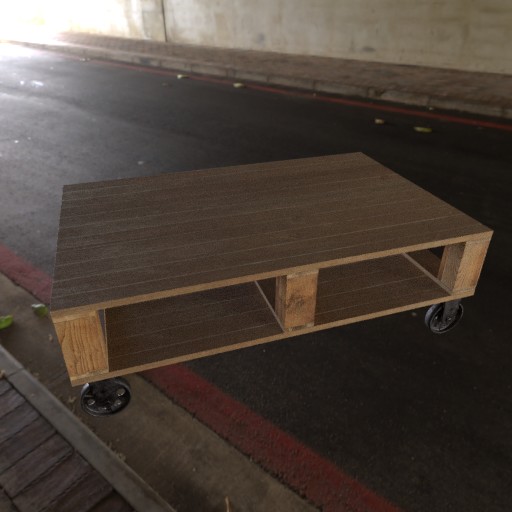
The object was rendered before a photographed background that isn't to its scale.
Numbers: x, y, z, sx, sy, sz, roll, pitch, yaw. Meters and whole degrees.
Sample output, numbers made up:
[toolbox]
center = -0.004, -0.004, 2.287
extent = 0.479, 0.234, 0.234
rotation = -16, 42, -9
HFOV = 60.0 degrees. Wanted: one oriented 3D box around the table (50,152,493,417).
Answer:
[table]
center = 0.000, 0.000, 1.661
extent = 1.299, 0.413, 0.827
rotation = -10, 32, -16
